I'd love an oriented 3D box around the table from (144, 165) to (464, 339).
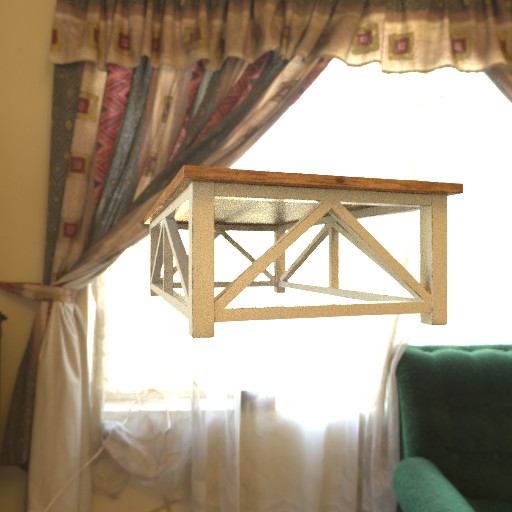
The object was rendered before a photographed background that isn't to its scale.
[{"bbox_3d":[0.000,0.000,1.811,0.800,0.410,1.400,0,0,-18],"label":"table"}]
